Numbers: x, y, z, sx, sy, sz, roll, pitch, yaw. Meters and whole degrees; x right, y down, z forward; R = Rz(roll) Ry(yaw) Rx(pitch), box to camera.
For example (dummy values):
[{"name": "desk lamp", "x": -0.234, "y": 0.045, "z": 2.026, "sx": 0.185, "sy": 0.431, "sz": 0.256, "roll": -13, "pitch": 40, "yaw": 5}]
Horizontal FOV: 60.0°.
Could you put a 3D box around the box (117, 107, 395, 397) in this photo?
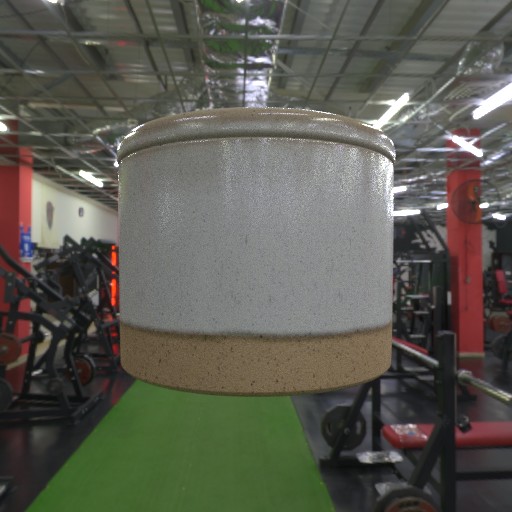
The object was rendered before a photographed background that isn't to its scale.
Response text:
[{"name": "box", "x": 0.000, "y": 0.000, "z": 0.256, "sx": 0.154, "sy": 0.123, "sz": 0.154, "roll": 0, "pitch": -1, "yaw": 0}]
